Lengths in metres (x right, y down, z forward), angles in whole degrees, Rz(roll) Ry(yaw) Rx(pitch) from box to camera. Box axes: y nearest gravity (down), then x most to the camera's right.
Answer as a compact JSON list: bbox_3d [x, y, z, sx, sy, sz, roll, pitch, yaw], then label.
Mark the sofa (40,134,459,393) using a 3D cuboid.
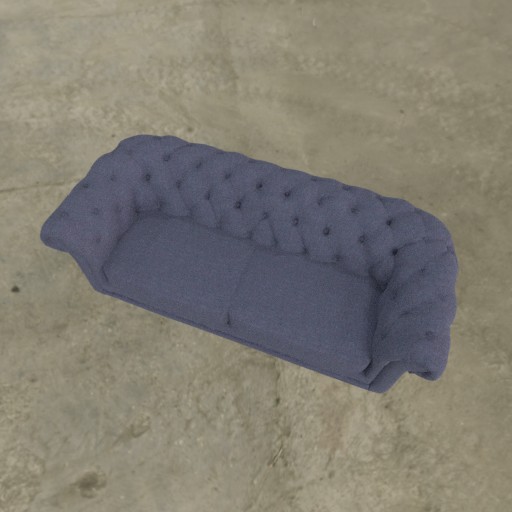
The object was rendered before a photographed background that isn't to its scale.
[{"bbox_3d":[0.000,0.000,2.853,2.335,0.836,1.046,18,59,11],"label":"sofa"}]
